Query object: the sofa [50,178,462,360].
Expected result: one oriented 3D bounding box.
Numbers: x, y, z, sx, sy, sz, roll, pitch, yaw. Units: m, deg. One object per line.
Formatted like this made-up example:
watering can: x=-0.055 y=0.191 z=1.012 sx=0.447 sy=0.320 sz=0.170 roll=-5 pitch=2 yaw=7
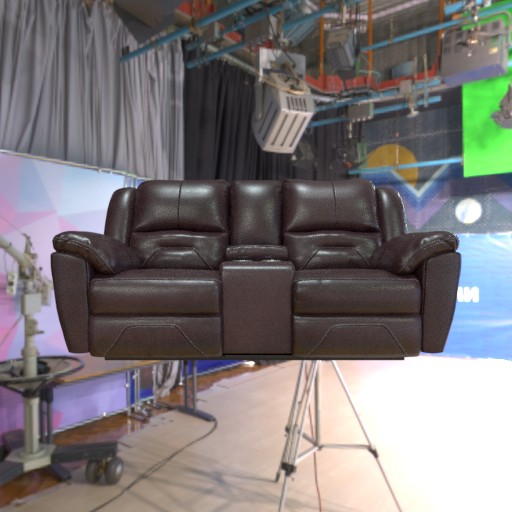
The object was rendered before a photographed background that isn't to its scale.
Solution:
sofa: x=0.000 y=0.000 z=2.638 sx=2.058 sy=1.043 sz=0.991 roll=0 pitch=1 yaw=0
